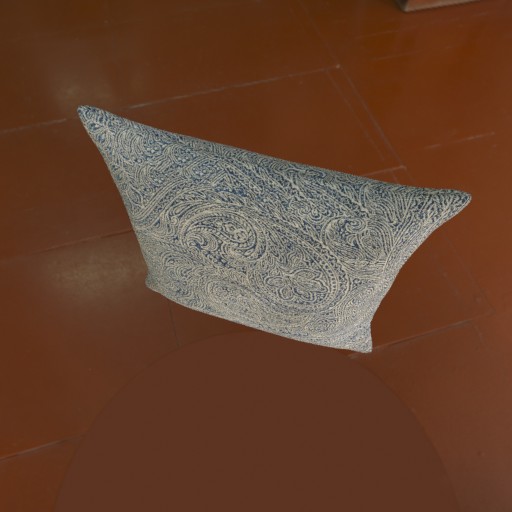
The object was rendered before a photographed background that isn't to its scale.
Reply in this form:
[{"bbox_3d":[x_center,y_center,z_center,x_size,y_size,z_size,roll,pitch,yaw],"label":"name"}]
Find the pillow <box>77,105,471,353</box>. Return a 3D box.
[{"bbox_3d":[0.000,0.000,0.769,0.523,0.510,0.166,15,60,9],"label":"pillow"}]
